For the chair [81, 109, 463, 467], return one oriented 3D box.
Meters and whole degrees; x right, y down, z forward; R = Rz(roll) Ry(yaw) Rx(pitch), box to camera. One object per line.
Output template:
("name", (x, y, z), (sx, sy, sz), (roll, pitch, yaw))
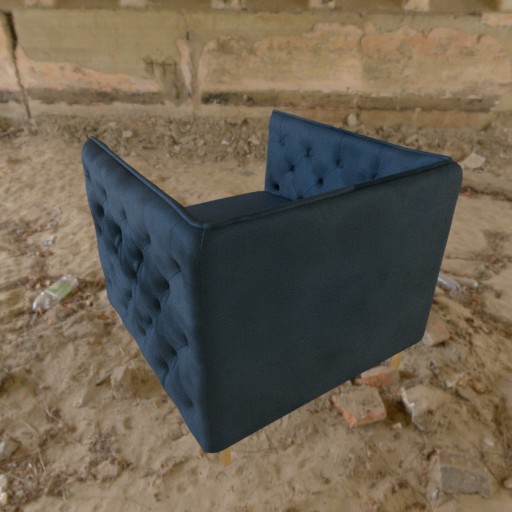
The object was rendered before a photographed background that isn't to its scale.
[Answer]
("chair", (0.000, 0.000, 1.505), (0.868, 0.771, 0.877), (-18, 35, -28))
